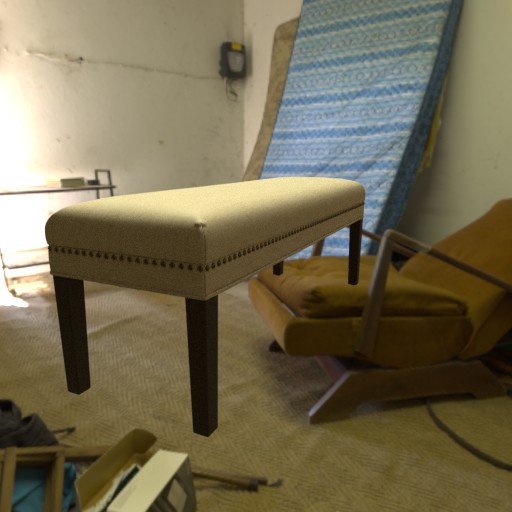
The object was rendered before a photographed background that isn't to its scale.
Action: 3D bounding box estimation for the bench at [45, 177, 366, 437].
[{"bbox_3d":[0.000,0.000,1.424,0.410,0.457,1.219,6,14,26],"label":"bench"}]
